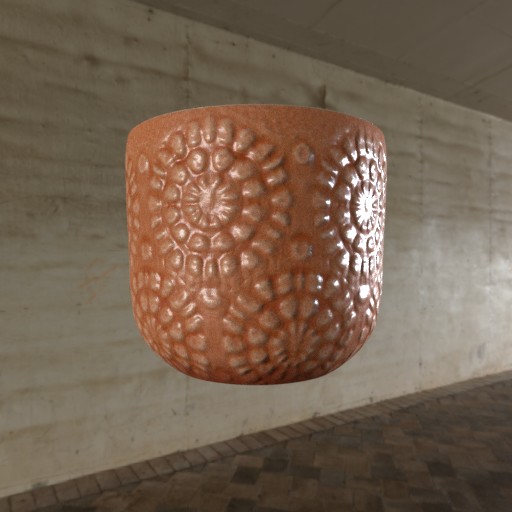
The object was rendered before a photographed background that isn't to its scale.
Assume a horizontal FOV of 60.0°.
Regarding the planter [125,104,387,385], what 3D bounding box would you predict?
[{"bbox_3d":[0.000,0.000,0.219,0.124,0.109,0.124,0,0,0],"label":"planter"}]
